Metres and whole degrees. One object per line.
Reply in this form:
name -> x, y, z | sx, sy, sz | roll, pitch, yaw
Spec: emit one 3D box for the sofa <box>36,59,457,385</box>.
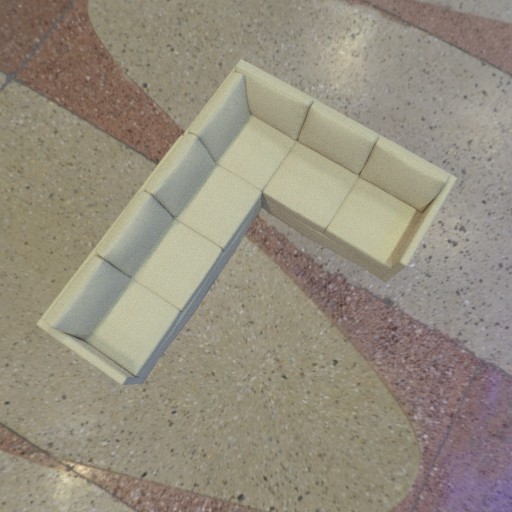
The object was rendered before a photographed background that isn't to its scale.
sofa -> 0.000, 0.000, 4.176 | 2.432, 0.871, 3.182 | 32, 78, 8
